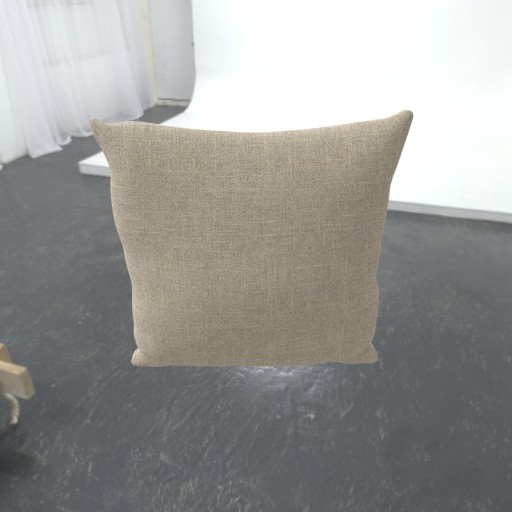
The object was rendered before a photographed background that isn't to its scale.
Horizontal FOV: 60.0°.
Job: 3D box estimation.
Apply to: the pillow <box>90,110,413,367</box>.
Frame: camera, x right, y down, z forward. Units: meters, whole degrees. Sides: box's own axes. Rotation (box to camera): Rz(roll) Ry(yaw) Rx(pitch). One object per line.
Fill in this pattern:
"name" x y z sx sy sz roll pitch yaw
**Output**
"pillow" 0.000 0.000 0.692 0.439 0.440 0.182 -1 30 -2
